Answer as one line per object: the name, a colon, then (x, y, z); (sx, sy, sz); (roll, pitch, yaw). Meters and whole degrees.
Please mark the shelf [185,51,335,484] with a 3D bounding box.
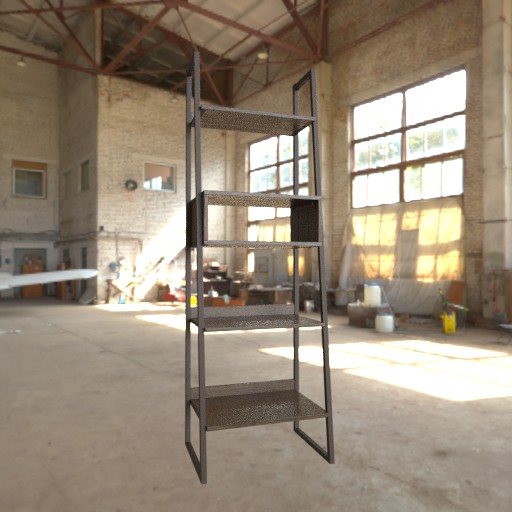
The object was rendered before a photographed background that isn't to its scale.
shelf: (0.000, 0.000, 2.267); (0.652, 2.005, 0.454); (0, -1, -18)
